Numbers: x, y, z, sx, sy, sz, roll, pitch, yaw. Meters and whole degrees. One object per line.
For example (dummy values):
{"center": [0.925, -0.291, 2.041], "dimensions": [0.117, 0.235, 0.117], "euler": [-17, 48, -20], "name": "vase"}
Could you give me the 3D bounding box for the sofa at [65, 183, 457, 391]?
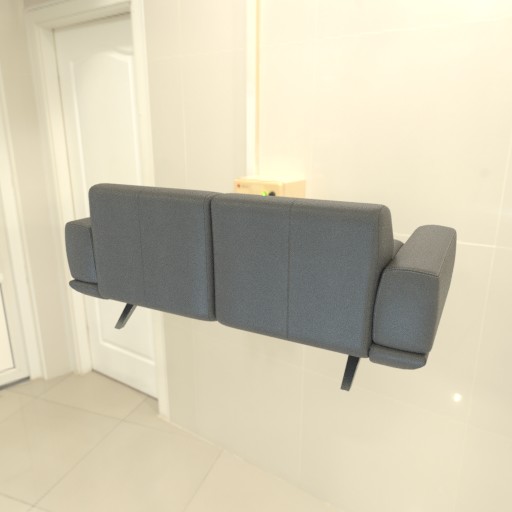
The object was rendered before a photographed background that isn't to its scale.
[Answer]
{"center": [0.000, 0.000, 2.366], "dimensions": [1.901, 0.772, 0.900], "euler": [8, 18, 26], "name": "sofa"}
